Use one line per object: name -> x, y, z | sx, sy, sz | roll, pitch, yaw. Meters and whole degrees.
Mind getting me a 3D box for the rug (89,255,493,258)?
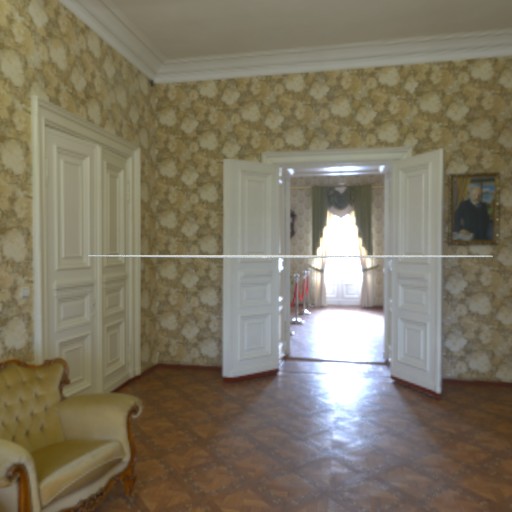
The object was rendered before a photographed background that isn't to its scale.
rug -> 0.000, 0.000, 2.330 | 1.234, 0.006, 1.850 | 0, 0, -35
